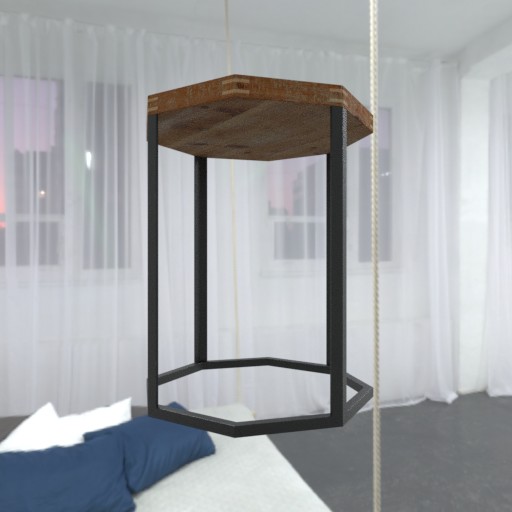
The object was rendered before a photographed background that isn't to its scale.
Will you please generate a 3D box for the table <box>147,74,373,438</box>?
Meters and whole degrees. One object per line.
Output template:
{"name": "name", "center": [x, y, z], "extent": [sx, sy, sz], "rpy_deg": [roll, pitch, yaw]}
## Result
{"name": "table", "center": [0.000, 0.000, 0.888], "extent": [0.458, 0.543, 0.458], "rpy_deg": [0, 0, -37]}
